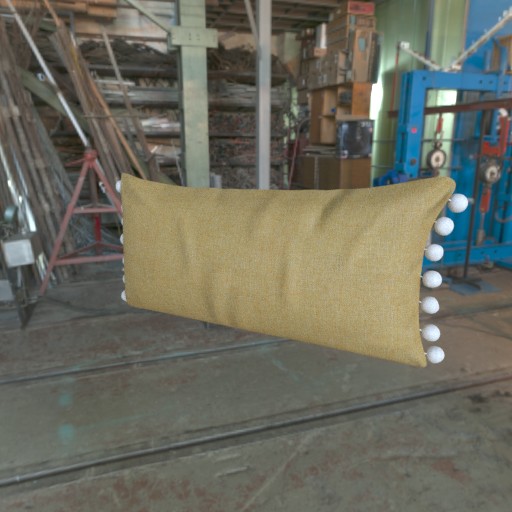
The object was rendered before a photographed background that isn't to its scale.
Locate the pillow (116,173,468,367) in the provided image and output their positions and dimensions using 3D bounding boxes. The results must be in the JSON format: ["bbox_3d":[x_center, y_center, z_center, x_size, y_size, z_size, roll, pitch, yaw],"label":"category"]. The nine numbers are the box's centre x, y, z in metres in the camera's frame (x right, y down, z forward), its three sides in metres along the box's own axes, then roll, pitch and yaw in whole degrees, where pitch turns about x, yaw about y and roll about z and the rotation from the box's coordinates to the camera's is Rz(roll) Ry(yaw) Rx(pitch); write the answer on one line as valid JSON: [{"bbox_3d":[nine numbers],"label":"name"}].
[{"bbox_3d":[0.000,0.000,0.848,0.709,0.322,0.201,7,16,25],"label":"pillow"}]
